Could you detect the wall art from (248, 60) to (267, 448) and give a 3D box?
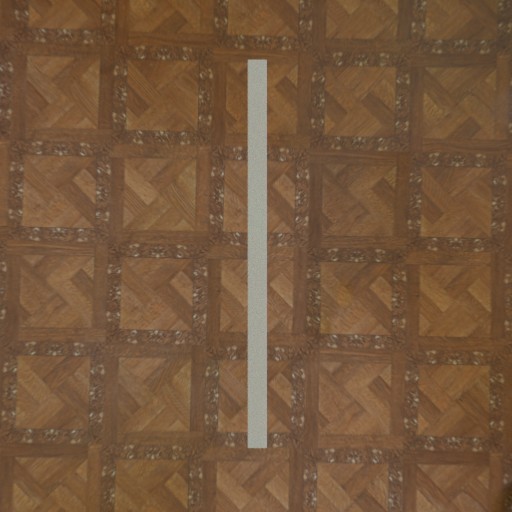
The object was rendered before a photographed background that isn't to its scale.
[{"bbox_3d":[0.000,0.000,1.443,0.038,1.143,0.764,0,89,0],"label":"wall art"}]
